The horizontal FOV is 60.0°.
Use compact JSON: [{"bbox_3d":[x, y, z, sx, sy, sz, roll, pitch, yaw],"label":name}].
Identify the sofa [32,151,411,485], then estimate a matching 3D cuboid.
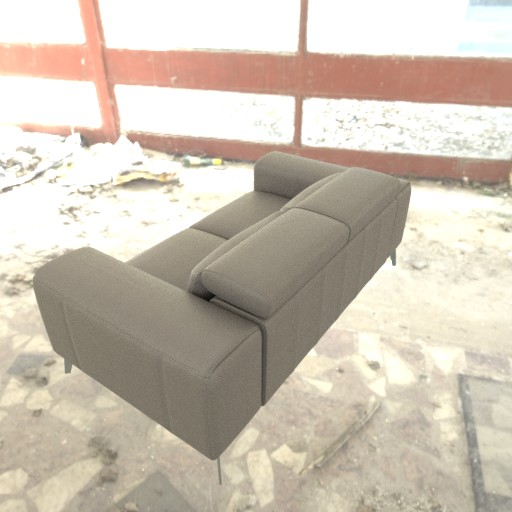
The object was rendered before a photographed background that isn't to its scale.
[{"bbox_3d":[0.000,0.000,2.388,1.024,0.753,1.930,21,38,29],"label":"sofa"}]
